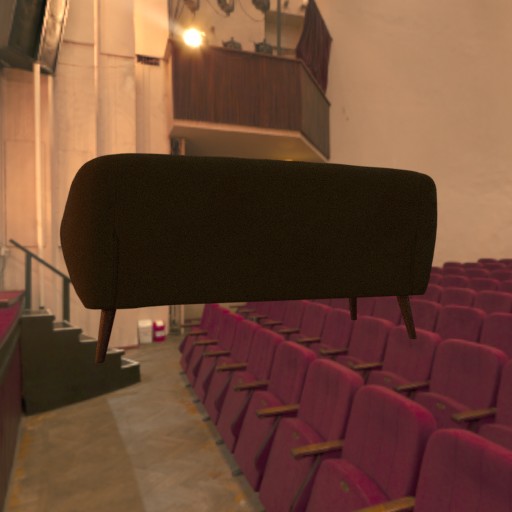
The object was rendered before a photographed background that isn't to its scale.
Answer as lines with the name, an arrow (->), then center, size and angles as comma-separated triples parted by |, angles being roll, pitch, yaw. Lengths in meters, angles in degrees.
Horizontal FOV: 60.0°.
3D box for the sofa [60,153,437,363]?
sofa -> 0.000, 0.000, 2.266 | 1.840, 0.836, 0.820 | 0, 1, -18
